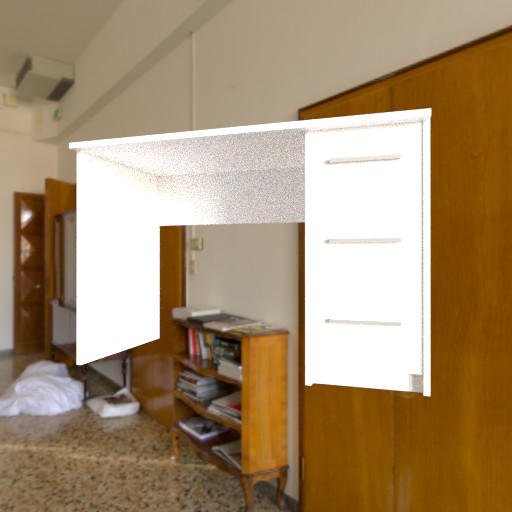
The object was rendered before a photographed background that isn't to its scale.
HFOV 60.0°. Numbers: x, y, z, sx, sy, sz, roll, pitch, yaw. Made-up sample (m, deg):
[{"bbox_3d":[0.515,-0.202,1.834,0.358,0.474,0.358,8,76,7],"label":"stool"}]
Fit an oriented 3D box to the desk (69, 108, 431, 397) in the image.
[{"bbox_3d":[0.000,0.000,1.539,1.097,0.735,0.560,0,0,18],"label":"desk"}]
